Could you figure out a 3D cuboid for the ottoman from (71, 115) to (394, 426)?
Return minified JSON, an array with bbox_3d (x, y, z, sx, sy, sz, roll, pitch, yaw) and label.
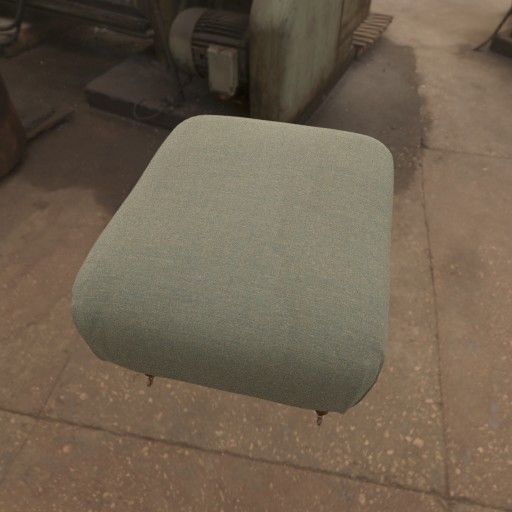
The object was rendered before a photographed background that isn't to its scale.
[{"bbox_3d":[0.000,0.000,1.133,0.622,0.450,0.747,10,48,9],"label":"ottoman"}]
